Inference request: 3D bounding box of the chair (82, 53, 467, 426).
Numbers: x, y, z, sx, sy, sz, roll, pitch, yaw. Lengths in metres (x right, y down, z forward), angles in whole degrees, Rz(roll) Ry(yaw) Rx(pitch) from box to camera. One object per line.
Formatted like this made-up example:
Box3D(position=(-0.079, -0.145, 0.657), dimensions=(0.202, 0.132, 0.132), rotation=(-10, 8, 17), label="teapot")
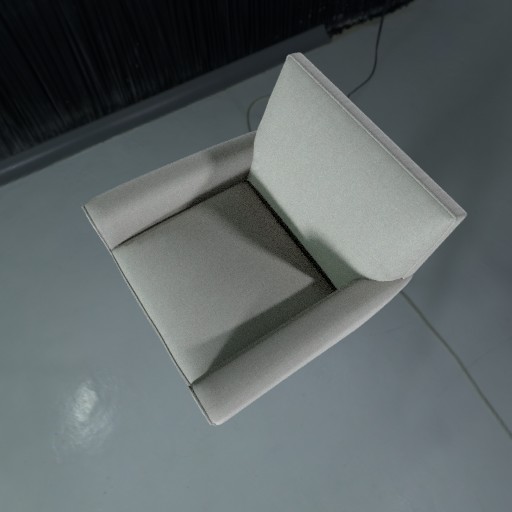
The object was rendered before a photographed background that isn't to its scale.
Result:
Box3D(position=(0.000, 0.000, 1.593), dimensions=(0.871, 0.846, 0.840), rotation=(-31, 68, -14), label="chair")
